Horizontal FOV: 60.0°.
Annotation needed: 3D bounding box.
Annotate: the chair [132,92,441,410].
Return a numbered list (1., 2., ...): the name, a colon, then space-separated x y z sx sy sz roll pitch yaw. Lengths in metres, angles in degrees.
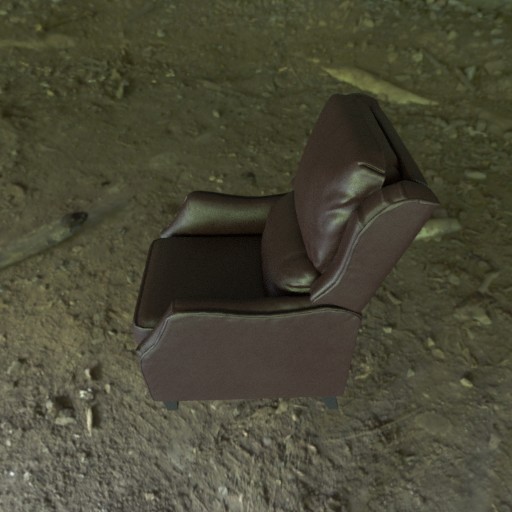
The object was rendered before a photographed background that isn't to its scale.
1. chair: 0.000 0.000 1.777 0.982 1.132 0.770 -1 41 -1
